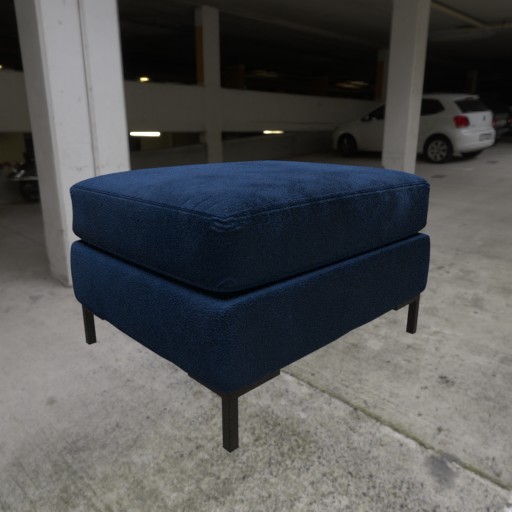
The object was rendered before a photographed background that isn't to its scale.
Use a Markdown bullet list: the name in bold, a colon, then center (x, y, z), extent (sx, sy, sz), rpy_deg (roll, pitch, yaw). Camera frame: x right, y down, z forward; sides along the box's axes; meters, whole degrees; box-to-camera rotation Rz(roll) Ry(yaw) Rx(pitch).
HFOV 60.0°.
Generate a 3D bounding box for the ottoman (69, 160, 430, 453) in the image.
- **ottoman**: center (0.000, 0.000, 1.215), extent (0.794, 0.485, 0.655), rpy_deg (-15, 22, -42)
